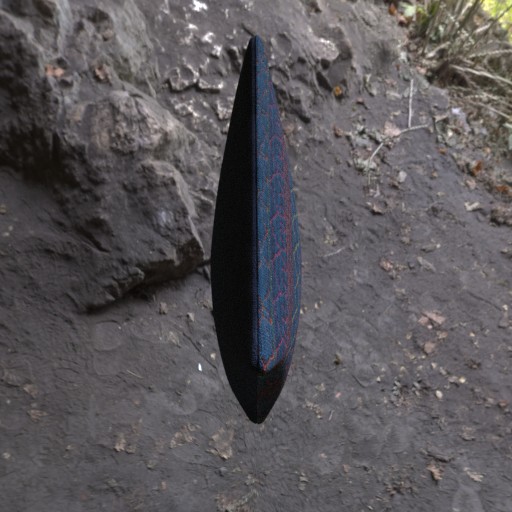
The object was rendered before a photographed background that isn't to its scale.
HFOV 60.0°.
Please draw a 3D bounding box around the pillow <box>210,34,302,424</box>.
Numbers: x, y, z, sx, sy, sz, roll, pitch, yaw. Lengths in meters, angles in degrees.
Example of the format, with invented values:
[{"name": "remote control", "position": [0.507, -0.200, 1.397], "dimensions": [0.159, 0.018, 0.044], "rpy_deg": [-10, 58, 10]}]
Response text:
[{"name": "pillow", "position": [0.000, 0.000, 0.657], "dimensions": [0.141, 0.431, 0.431], "rpy_deg": [0, 64, 0]}]
